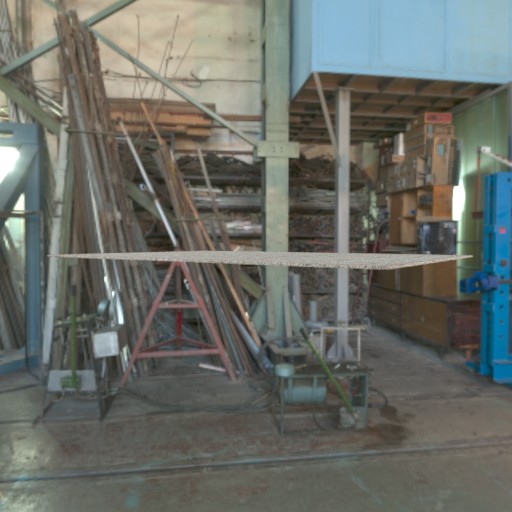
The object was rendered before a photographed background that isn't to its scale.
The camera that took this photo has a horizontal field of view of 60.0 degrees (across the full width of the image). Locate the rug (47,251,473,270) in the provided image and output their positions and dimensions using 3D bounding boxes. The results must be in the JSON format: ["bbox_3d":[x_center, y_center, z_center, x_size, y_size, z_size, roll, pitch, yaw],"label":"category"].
[{"bbox_3d":[0.000,0.000,2.861,2.283,0.013,1.547,1,2,36],"label":"rug"}]
